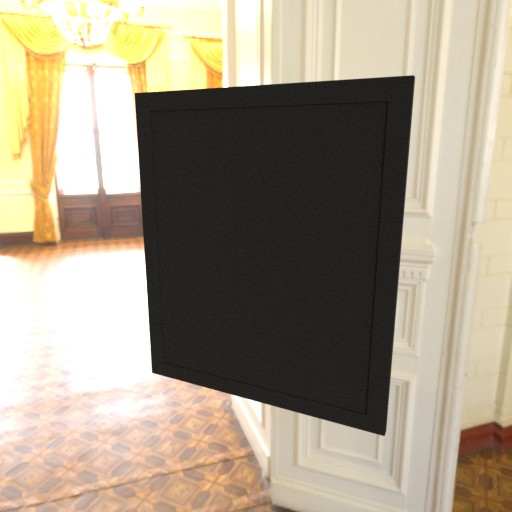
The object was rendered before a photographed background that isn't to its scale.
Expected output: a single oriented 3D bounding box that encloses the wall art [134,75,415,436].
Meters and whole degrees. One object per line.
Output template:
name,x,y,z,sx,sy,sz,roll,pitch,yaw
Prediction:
wall art,0.000,0.000,0.501,0.311,0.361,0.010,7,16,25
